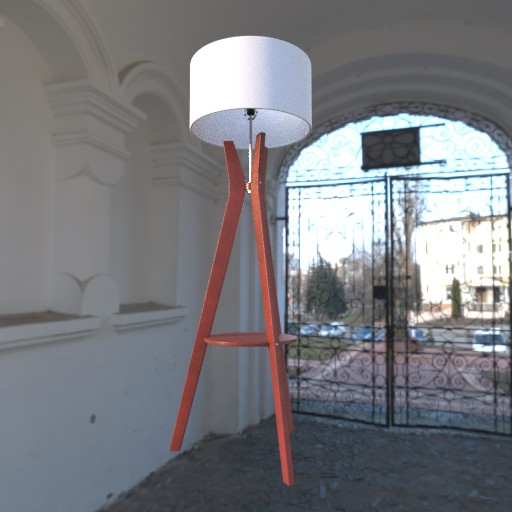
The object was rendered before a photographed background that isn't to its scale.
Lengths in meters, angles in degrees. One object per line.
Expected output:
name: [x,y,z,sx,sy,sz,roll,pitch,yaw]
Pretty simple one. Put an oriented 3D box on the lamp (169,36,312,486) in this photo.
lamp: [0.000,0.000,1.729,0.539,1.472,0.542,-3,-5,34]
